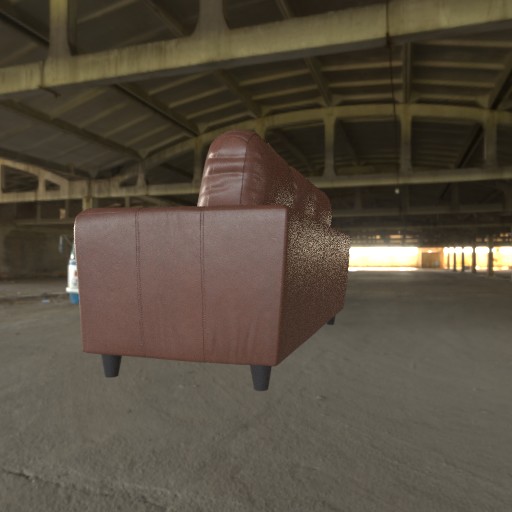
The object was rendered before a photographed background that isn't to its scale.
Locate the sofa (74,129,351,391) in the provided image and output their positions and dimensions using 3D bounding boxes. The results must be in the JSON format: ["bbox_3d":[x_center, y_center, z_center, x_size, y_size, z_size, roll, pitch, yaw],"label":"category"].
[{"bbox_3d":[0.000,0.000,2.338,0.802,0.915,1.862,0,0,18],"label":"sofa"}]
